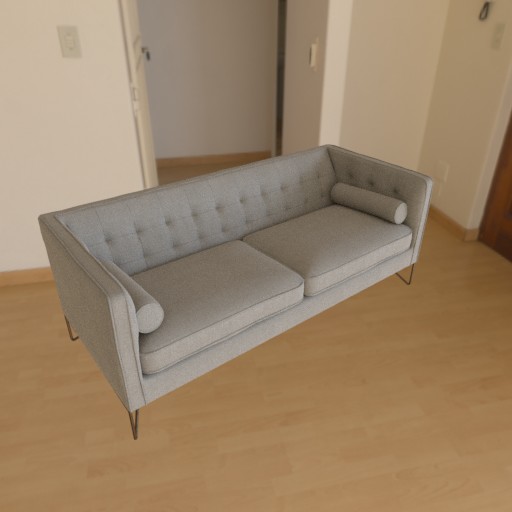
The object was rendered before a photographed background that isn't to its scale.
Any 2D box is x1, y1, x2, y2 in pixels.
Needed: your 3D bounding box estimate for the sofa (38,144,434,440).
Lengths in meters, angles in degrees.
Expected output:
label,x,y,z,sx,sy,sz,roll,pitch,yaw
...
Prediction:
label,x,y,z,sx,sy,sz,roll,pitch,yaw
sofa,0.000,0.000,2.625,2.079,0.798,0.912,-21,36,-32
